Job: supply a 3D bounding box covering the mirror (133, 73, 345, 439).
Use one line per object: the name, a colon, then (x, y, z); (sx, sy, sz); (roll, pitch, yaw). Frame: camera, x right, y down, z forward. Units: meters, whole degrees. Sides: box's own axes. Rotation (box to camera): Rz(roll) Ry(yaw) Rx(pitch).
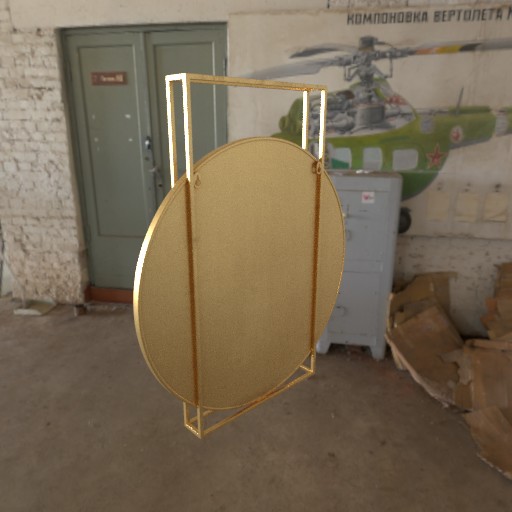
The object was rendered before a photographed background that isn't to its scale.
mirror: (0.000, 0.000, 0.819); (0.508, 0.603, 0.051); (-15, 22, -41)
